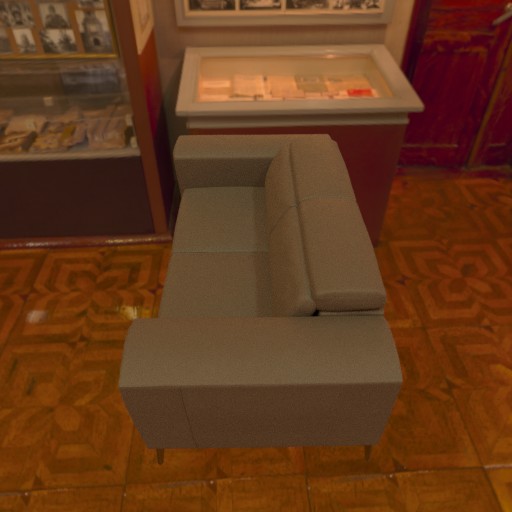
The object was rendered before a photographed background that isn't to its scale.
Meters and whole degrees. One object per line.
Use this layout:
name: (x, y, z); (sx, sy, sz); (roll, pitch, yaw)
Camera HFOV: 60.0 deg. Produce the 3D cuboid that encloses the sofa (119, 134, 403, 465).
sofa: (0.000, 0.000, 2.360); (1.003, 0.779, 1.895); (-1, 41, -1)
